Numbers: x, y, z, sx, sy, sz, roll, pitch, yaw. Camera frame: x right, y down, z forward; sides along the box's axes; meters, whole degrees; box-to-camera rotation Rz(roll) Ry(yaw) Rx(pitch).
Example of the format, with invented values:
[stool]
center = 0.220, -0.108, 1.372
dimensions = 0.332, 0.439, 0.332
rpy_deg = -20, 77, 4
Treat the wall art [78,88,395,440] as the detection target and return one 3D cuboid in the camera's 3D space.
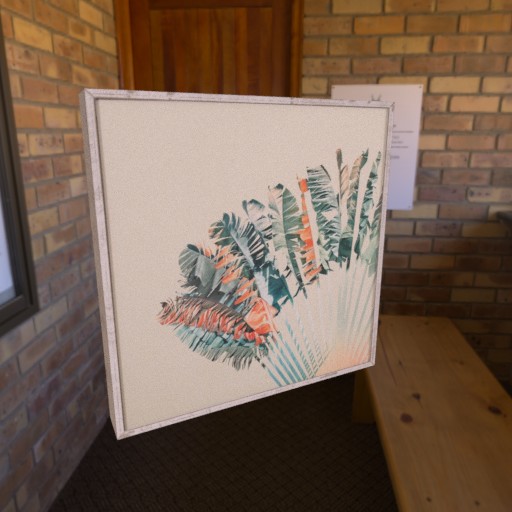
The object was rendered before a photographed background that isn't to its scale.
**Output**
[wall art]
center = 0.000, 0.000, 0.450
dimensions = 0.305, 0.303, 0.038
rpy_deg = -8, 17, -26
